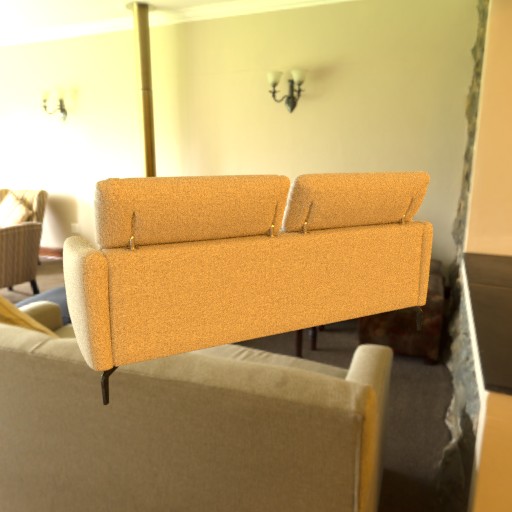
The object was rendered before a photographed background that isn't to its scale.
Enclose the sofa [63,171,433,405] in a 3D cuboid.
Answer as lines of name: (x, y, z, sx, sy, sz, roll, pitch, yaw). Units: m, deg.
sofa: (0.000, 0.000, 2.538, 2.015, 0.956, 0.856, -6, 14, -26)
